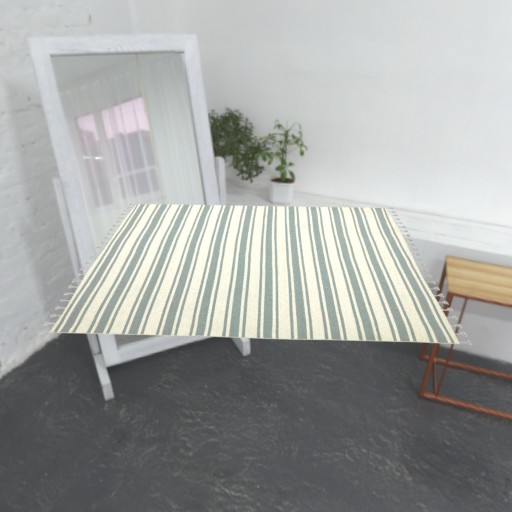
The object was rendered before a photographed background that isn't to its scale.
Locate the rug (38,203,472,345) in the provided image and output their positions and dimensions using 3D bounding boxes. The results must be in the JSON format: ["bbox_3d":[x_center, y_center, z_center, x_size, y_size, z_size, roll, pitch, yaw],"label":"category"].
[{"bbox_3d":[0.000,0.000,4.270,3.201,0.005,2.439,1,30,2],"label":"rug"}]
